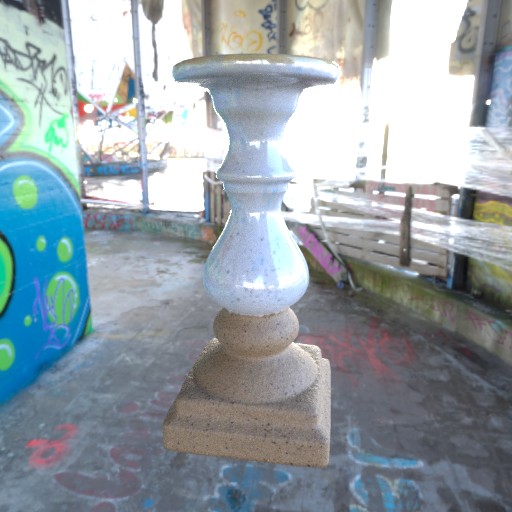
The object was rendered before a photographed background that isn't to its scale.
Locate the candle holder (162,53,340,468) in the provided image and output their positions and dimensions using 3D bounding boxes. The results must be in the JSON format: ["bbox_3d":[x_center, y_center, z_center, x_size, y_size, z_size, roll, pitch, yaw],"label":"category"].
[{"bbox_3d":[0.000,0.000,0.302,0.110,0.239,0.110,2,15,9],"label":"candle holder"}]
